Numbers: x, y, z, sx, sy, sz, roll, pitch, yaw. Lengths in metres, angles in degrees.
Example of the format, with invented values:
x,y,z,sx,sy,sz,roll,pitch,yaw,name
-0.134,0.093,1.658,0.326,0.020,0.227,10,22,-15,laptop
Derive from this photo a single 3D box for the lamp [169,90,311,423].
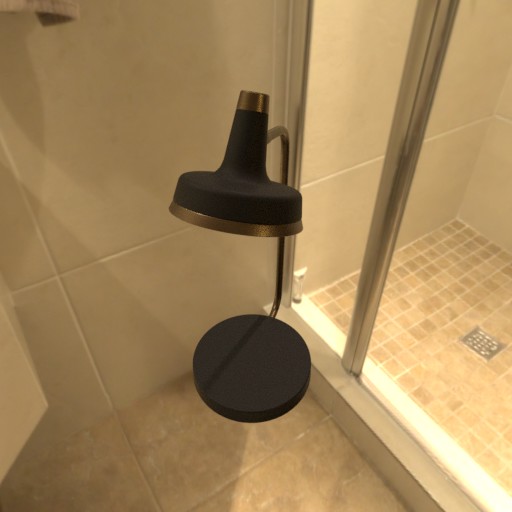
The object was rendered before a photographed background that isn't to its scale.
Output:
x,y,z,sx,sy,sz,roll,pitch,yaw,name
0.000,0.000,0.499,0.162,0.385,0.218,13,42,15,lamp
